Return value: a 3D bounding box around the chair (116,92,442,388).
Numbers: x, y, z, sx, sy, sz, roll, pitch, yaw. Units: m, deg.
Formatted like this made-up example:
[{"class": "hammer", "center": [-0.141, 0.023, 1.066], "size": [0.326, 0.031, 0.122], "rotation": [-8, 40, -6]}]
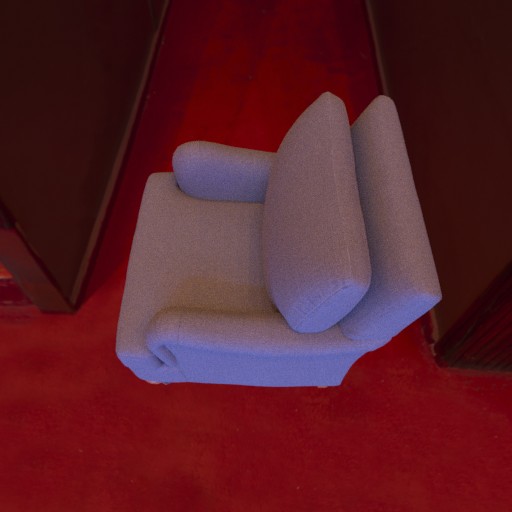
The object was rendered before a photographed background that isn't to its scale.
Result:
[{"class": "chair", "center": [0.000, 0.000, 1.862], "size": [1.070, 1.038, 0.955], "rotation": [0, 57, 0]}]
